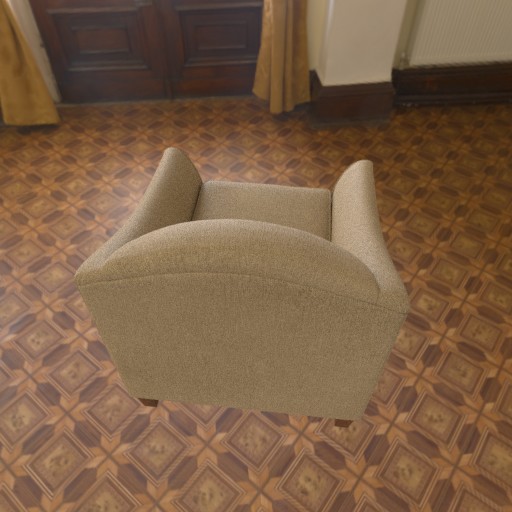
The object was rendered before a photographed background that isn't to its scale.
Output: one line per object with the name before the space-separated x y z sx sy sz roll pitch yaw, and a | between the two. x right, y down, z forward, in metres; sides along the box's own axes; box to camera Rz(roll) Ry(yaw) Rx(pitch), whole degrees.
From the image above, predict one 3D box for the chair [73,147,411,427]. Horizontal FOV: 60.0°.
chair | 0.000 0.000 1.445 0.763 0.839 0.787 5 48 4
